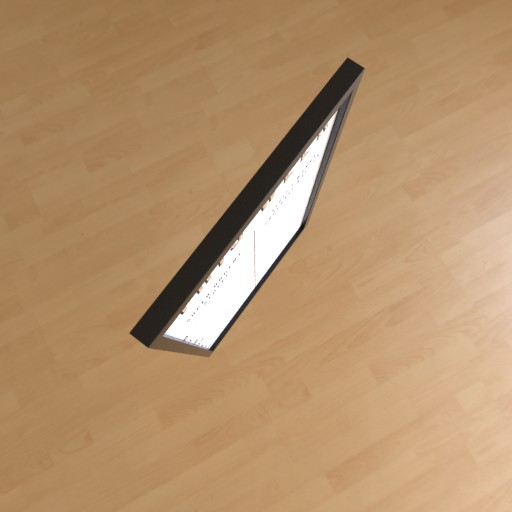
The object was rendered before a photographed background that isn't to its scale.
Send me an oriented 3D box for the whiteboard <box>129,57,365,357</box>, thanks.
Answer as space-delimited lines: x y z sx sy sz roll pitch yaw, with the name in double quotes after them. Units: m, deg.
0.000 0.000 0.787 0.026 0.611 0.406 35 79 8 "whiteboard"
